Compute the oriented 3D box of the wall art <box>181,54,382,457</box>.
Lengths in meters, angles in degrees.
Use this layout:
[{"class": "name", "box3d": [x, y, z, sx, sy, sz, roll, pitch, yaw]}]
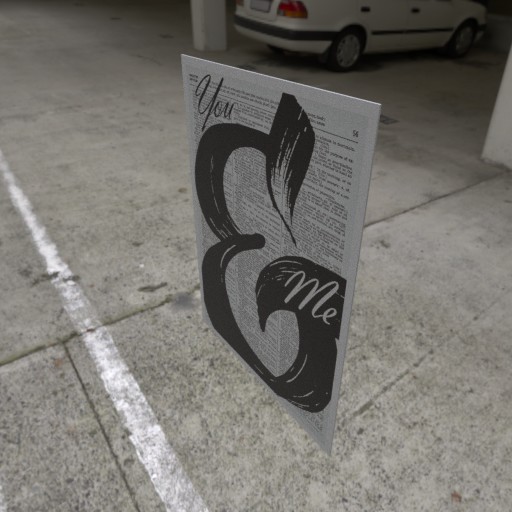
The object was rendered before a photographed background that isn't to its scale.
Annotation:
[{"class": "wall art", "box3d": [0.000, 0.000, 0.788, 0.003, 0.609, 0.457, -20, 37, -29]}]
